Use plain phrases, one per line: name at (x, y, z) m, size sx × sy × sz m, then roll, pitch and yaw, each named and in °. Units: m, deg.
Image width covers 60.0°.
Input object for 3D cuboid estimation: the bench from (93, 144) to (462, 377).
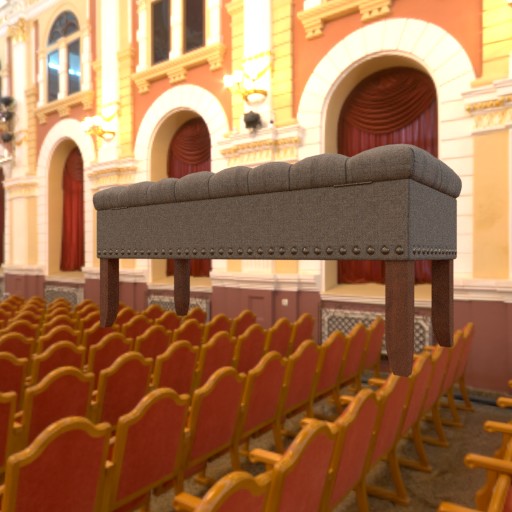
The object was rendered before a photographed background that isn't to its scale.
bench at (0.000, 0.000, 1.314) m, size 1.052 × 0.470 × 0.417 m, roll 0°, pitch 0°, yaw 37°
